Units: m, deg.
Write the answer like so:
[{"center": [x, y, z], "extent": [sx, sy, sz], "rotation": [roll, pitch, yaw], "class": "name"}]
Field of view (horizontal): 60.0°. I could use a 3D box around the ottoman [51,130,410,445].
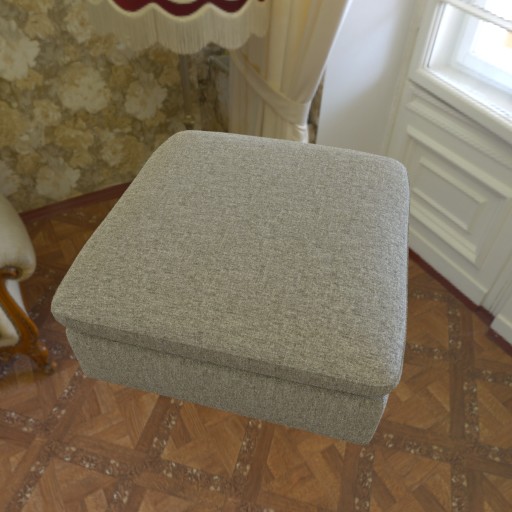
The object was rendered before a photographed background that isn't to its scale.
[{"center": [0.000, 0.000, 1.631], "extent": [1.035, 0.526, 1.039], "rotation": [10, 47, 10], "class": "ottoman"}]
